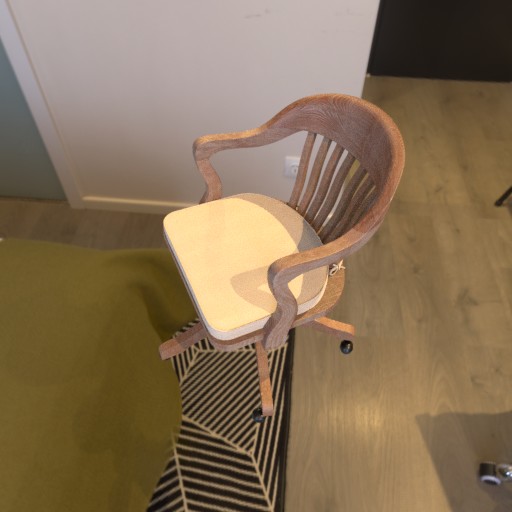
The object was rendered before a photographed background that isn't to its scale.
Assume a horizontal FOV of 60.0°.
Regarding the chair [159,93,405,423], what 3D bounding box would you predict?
[{"bbox_3d":[0.000,0.000,1.472,0.788,0.878,0.750,-19,51,-16],"label":"chair"}]
